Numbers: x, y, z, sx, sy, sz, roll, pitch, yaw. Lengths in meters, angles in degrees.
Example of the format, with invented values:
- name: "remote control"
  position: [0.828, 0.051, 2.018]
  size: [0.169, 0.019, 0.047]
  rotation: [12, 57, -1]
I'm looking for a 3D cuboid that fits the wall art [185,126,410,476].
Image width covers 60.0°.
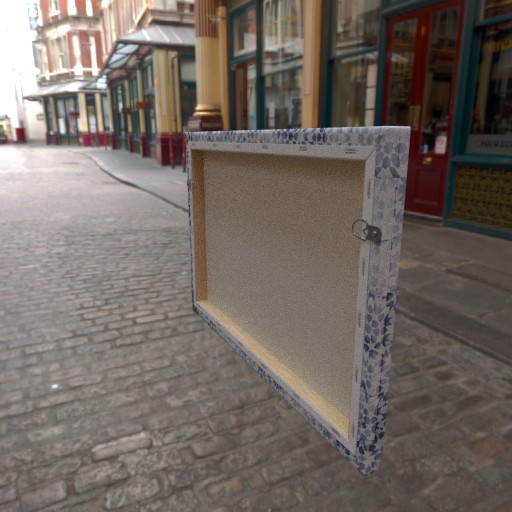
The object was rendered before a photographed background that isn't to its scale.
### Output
- name: "wall art"
  position: [0.000, 0.000, 0.745]
  size: [0.030, 0.406, 0.608]
  rotation: [-8, 17, -27]
